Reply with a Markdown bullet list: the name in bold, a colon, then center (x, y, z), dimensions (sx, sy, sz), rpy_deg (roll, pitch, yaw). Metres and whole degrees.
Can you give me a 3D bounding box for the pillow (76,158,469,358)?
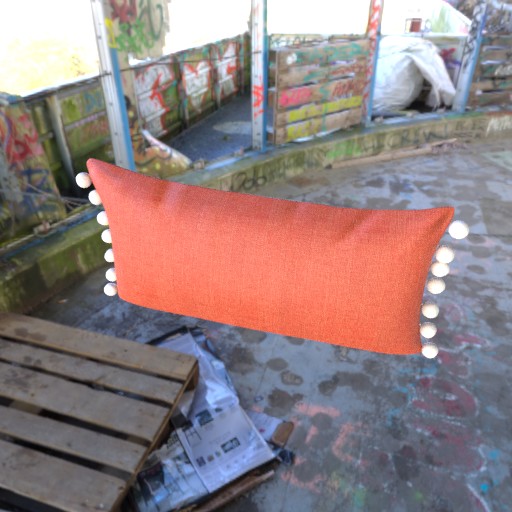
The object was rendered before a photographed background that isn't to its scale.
- **pillow**: center (0.000, 0.000, 0.842), dimensions (0.709, 0.322, 0.201), rpy_deg (9, 33, 14)
